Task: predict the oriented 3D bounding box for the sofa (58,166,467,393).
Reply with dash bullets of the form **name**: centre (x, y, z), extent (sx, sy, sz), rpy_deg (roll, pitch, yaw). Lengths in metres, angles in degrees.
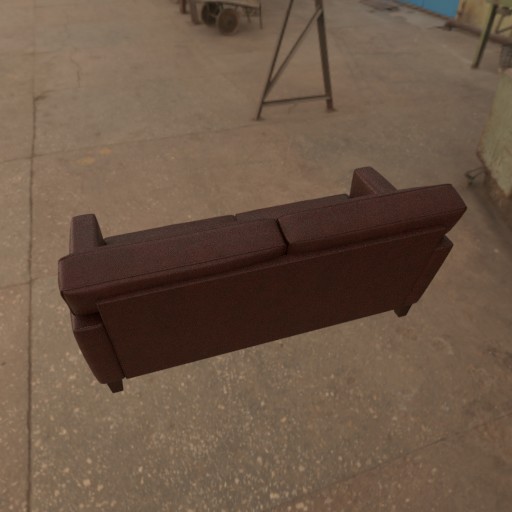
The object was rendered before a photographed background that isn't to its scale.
- **sofa**: centre (0.000, 0.000, 2.401), extent (1.876, 0.928, 0.912), rpy_deg (-12, 42, -14)
